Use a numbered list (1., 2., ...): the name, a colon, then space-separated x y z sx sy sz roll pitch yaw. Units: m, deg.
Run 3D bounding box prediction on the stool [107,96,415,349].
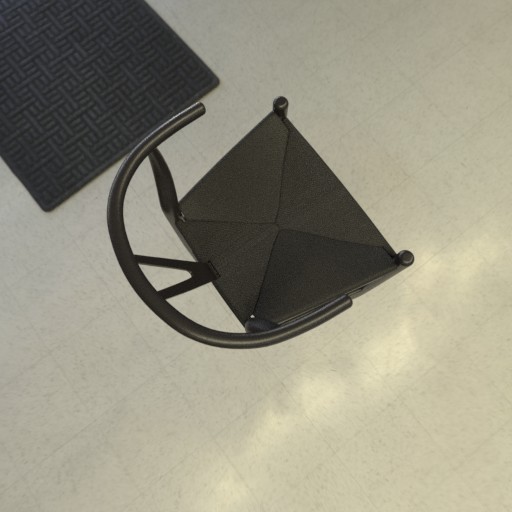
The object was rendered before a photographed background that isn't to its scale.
1. stool: 0.000 0.000 1.329 0.579 0.970 0.569 -35 79 -8
